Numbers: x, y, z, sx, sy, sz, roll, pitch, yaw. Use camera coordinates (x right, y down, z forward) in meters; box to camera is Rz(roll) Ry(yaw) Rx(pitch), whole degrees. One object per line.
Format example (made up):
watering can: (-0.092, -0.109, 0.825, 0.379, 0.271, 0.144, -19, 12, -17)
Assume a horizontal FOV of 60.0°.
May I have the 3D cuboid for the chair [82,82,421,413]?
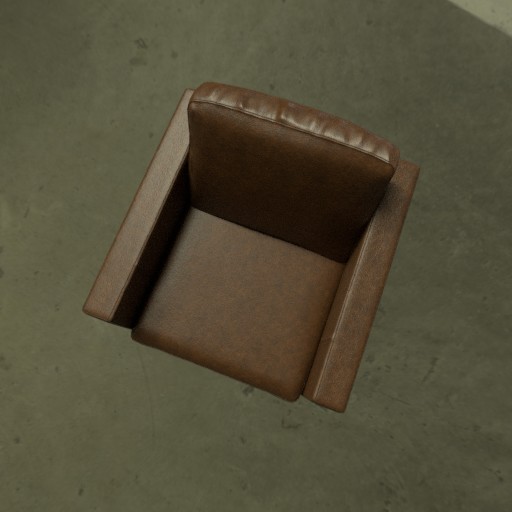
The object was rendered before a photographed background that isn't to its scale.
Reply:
chair: (0.000, 0.000, 1.669, 0.890, 0.956, 0.909, 20, 77, 5)
